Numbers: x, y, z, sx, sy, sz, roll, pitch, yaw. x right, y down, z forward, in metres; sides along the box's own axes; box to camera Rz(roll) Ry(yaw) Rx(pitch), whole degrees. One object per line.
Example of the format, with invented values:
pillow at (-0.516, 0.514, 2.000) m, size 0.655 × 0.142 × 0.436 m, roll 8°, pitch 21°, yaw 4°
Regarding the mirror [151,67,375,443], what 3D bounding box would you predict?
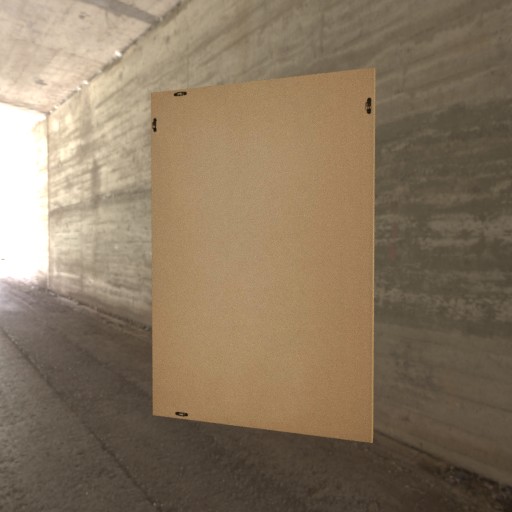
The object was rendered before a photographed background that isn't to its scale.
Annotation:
mirror at (0.000, 0.000, 1.183) m, size 0.609 × 0.915 × 0.041 m, roll 0°, pitch 1°, yaw 17°
